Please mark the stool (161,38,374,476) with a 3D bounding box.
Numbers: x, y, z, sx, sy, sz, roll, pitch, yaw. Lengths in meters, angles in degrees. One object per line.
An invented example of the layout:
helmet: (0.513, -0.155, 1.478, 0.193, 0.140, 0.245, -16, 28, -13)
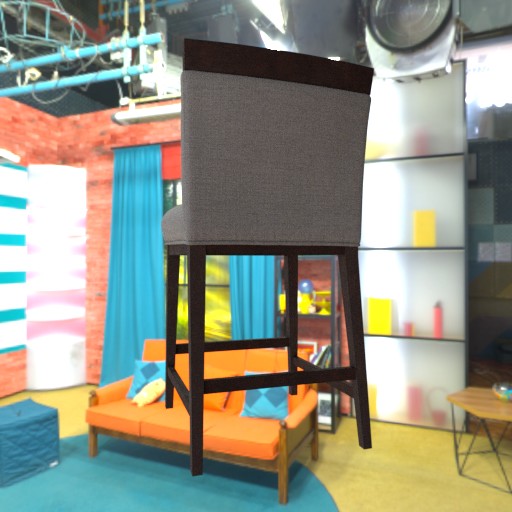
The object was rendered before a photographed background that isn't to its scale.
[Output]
stool: (0.000, 0.000, 1.319, 0.512, 1.009, 0.531, 0, 0, -19)
